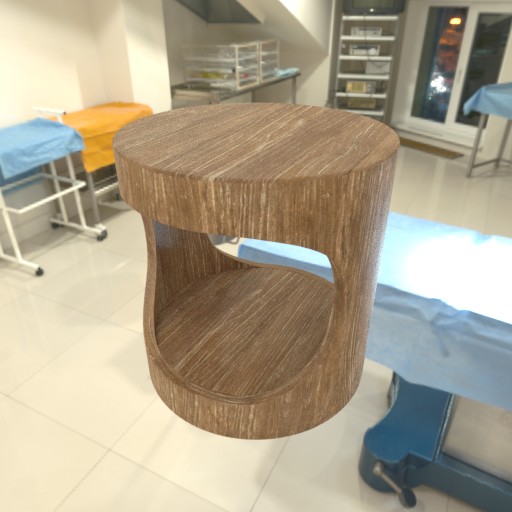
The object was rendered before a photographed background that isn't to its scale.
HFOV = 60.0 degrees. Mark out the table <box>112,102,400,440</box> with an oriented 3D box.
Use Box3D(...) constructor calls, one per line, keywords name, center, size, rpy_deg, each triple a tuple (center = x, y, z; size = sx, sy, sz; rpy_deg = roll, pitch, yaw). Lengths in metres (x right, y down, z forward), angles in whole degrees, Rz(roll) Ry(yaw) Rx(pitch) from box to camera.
Box3D(name="table", center=(0.000, 0.000, 0.980), size=(0.527, 0.551, 0.527), rpy_deg=(0, 30, 0))
